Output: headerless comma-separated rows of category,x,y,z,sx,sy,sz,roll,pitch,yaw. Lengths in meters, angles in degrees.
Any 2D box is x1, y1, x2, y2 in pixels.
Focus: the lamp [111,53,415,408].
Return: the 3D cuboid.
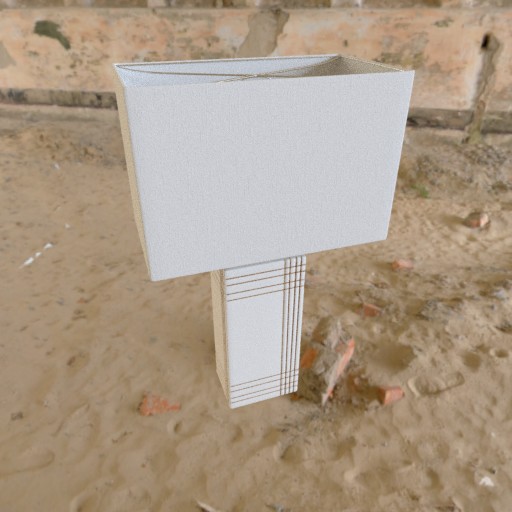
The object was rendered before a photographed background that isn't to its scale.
lamp,0.000,0.000,0.684,0.334,0.543,0.182,-10,32,-16
